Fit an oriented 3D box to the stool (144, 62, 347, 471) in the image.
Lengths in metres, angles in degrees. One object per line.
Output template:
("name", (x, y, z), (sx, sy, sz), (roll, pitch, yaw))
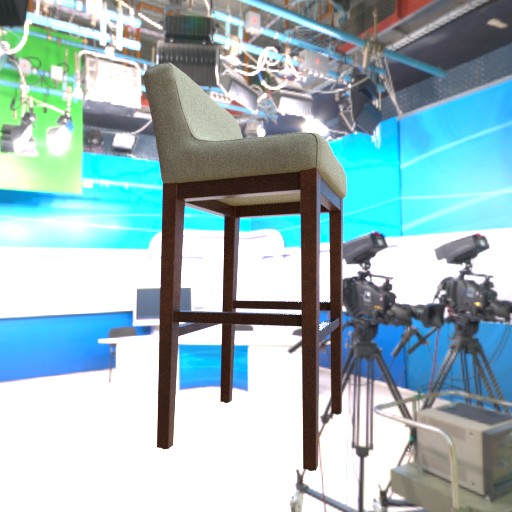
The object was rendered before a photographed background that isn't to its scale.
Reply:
("stool", (0.000, 0.000, 1.343), (0.500, 1.037, 0.511), (-1, -2, 18))
